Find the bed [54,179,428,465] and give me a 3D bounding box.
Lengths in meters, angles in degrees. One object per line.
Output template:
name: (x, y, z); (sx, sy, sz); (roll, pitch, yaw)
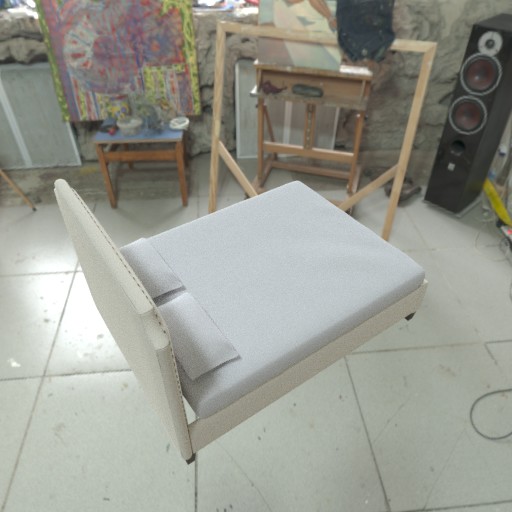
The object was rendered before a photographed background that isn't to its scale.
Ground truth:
bed: (0.000, 0.000, 3.513); (2.372, 1.497, 1.712); (-25, 47, -25)
